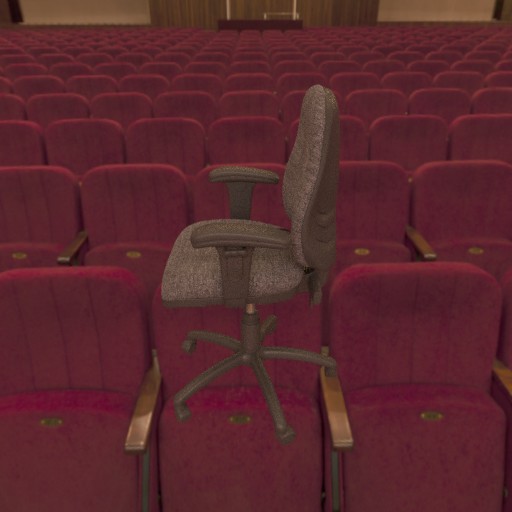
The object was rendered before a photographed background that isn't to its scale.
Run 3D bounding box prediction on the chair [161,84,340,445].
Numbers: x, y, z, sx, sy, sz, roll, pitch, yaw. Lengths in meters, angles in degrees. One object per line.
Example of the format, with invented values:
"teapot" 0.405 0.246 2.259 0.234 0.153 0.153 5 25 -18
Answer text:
"chair" 0.000 0.000 1.262 0.530 0.910 0.550 0 27 0
